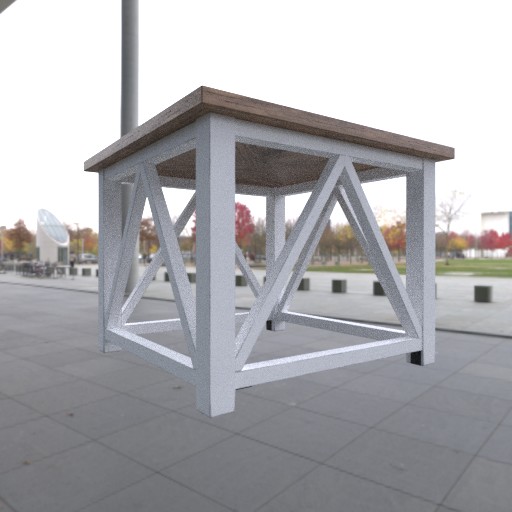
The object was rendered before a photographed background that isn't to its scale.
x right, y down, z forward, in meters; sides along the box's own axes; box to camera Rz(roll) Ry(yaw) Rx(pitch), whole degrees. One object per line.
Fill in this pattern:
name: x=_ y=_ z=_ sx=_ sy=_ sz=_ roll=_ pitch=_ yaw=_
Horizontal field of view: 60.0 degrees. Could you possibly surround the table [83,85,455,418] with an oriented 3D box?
table: x=0.000 y=0.000 z=1.170 sx=0.700 sy=0.532 sz=0.700 roll=0 pitch=0 yaw=-35
